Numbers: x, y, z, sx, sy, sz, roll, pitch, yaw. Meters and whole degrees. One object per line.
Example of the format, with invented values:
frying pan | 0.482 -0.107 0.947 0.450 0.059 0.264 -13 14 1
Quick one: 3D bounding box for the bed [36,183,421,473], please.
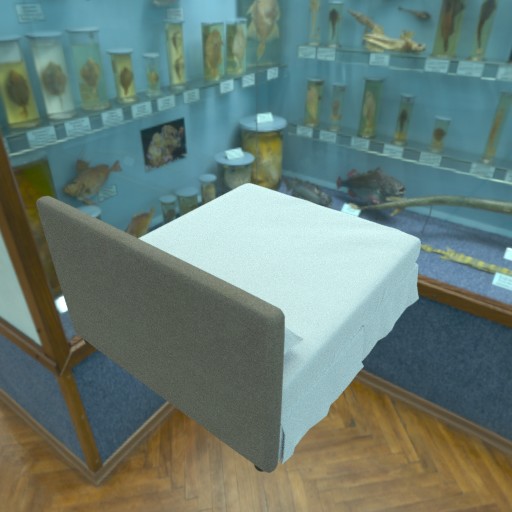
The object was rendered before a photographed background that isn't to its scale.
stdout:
bed | 0.000 0.000 3.612 2.119 1.317 2.341 23 40 31
